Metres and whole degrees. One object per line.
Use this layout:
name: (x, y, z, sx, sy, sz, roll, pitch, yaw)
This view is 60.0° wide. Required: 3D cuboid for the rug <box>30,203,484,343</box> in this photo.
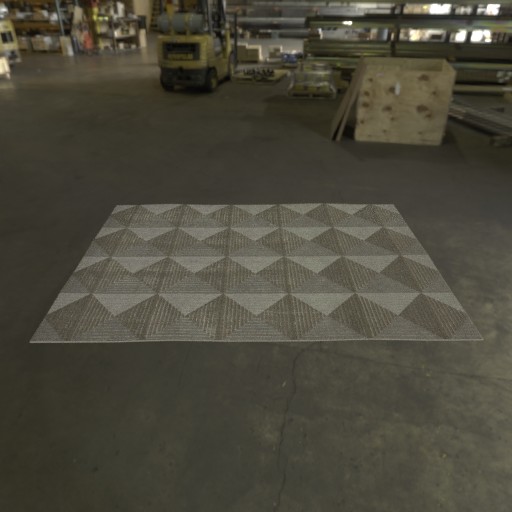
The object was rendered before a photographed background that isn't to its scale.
rug: (0.000, 0.000, 4.291, 3.333, 0.027, 2.428, 0, 31, 0)
